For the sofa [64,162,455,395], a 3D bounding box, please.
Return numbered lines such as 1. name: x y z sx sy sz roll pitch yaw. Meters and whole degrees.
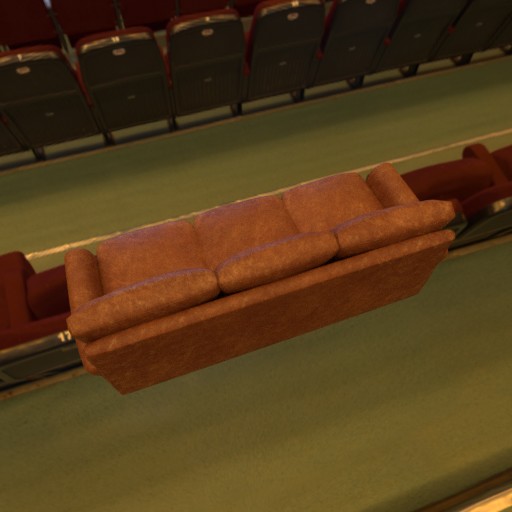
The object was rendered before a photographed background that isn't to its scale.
1. sofa: 0.000 0.000 2.914 2.351 0.977 0.973 -17 59 -10
